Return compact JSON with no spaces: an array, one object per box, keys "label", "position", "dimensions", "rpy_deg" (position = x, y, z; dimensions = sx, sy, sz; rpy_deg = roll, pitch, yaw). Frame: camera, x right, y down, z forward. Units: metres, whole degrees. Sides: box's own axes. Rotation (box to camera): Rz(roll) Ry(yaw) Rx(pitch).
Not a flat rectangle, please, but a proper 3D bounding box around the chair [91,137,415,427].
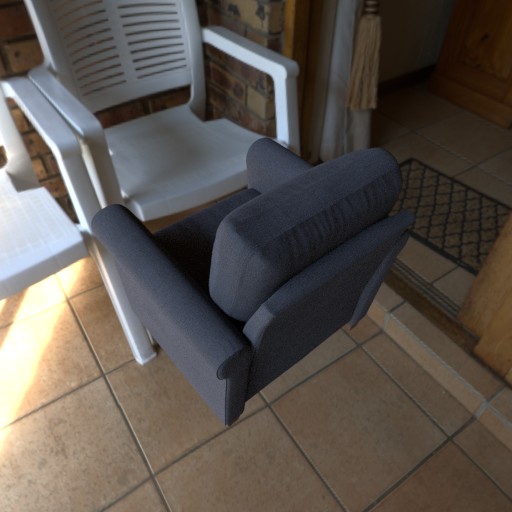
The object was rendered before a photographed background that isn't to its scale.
[{"label":"chair","position":[0.000,0.000,1.646],"dimensions":[0.867,0.942,0.828],"rpy_deg":[-31,53,-27]}]
